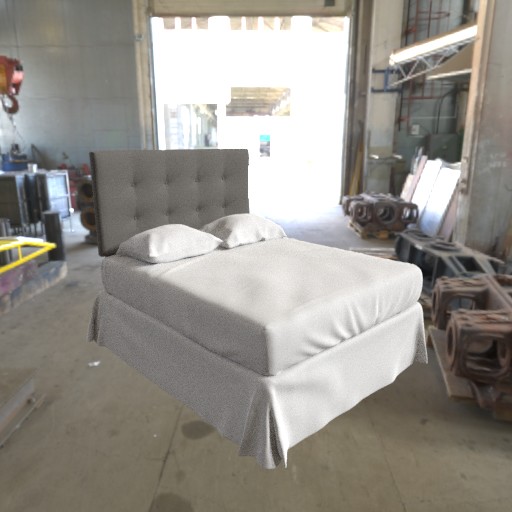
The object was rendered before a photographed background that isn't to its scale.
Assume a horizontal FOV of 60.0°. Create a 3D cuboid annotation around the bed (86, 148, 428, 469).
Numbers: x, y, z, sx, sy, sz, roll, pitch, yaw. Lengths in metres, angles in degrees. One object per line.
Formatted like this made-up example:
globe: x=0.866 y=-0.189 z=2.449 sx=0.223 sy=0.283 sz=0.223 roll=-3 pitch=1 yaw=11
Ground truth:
bed: x=0.000 y=0.000 z=3.437 sx=1.936 sy=1.577 sz=2.222 roll=-14 pitch=20 yaw=-42
